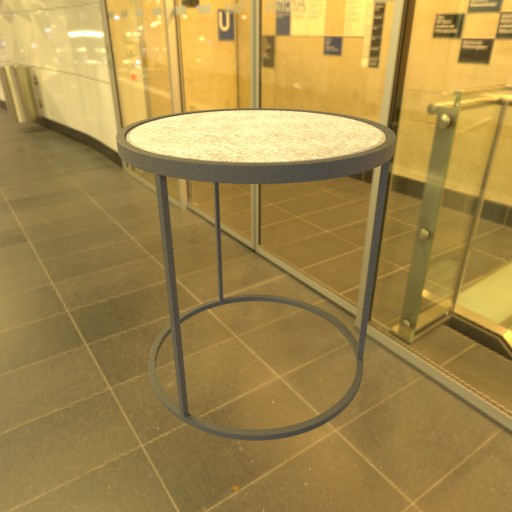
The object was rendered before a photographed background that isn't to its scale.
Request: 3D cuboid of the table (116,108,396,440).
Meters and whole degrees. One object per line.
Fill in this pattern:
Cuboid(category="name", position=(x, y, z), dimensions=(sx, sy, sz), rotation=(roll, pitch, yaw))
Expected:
Cuboid(category="table", position=(0.000, 0.000, 0.885), dimensions=(0.470, 0.498, 0.470), rotation=(0, 27, 0))
